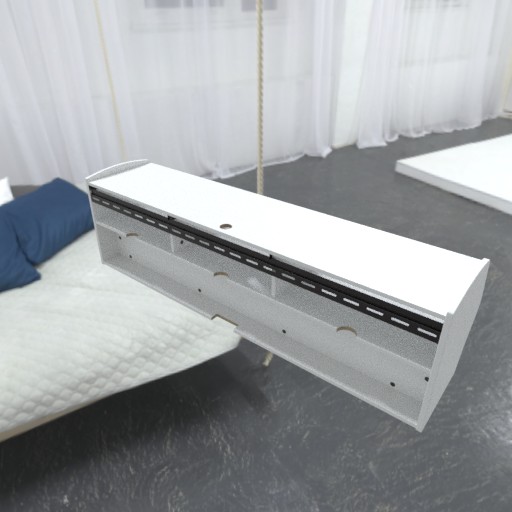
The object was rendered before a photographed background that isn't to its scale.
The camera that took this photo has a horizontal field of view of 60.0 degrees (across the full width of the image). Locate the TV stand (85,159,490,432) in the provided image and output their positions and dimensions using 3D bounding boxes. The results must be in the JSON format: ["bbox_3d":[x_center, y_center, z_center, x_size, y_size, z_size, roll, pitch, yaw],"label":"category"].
[{"bbox_3d":[0.000,0.000,1.648,1.473,0.424,0.397,21,36,33],"label":"TV stand"}]
